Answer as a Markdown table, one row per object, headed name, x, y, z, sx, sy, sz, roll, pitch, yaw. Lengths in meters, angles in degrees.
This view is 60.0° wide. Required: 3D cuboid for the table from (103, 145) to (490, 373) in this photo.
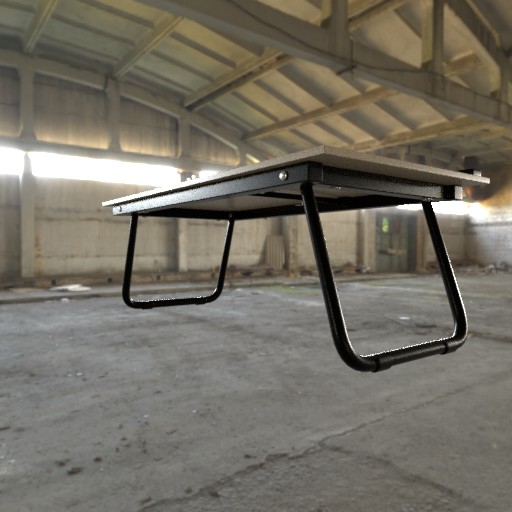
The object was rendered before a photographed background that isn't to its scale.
| name | x | y | z | sx | sy | sz | roll | pitch | yaw |
| --- | --- | --- | --- | --- | --- | --- | --- | --- | --- |
| table | 0.000 | 0.000 | 0.771 | 0.322 | 0.242 | 0.644 | -1 | 1 | -37 |
